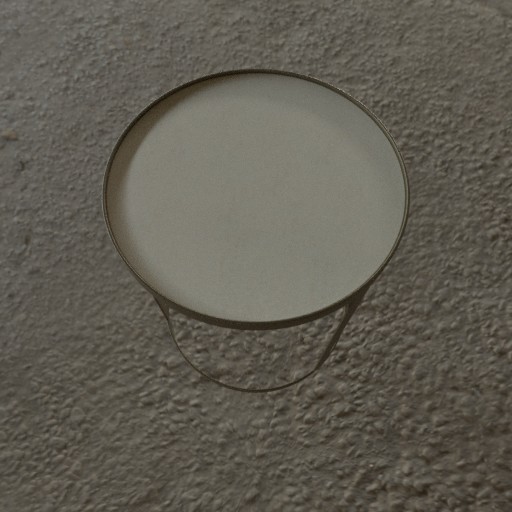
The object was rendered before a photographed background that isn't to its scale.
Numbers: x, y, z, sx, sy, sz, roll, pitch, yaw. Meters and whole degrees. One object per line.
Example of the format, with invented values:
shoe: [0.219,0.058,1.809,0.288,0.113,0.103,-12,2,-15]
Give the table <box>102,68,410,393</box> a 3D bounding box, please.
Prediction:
table: [0.000,0.000,0.950,0.480,0.565,0.480,0,64,0]
